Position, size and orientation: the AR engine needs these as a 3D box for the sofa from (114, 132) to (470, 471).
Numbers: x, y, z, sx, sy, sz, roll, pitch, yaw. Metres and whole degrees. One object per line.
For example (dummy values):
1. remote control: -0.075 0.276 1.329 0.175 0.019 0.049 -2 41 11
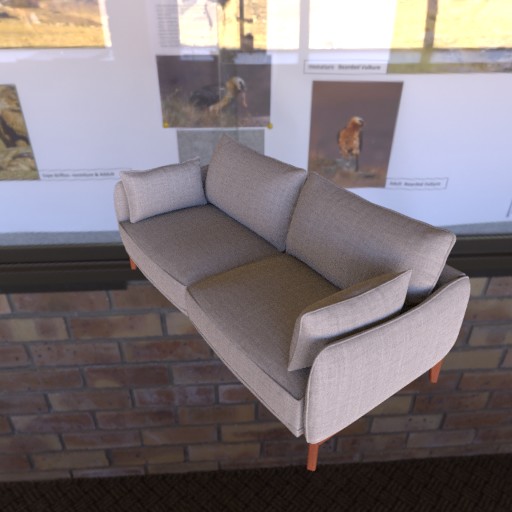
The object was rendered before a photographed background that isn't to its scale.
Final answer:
1. sofa: 0.000 0.000 2.451 0.972 0.851 1.989 -20 37 -30
